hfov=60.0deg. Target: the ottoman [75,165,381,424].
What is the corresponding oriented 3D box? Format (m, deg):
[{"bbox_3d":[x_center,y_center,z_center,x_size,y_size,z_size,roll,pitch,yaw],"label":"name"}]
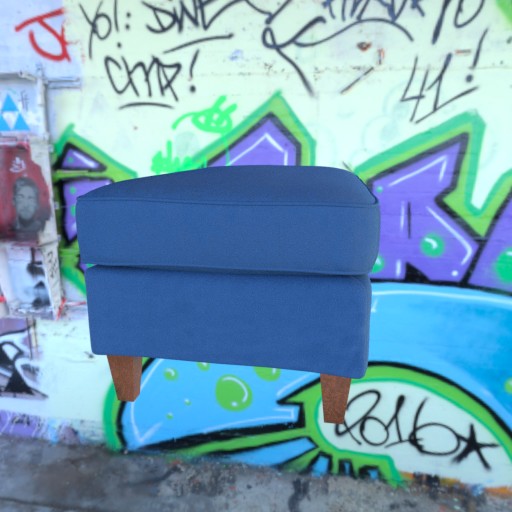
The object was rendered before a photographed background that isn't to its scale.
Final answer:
[{"bbox_3d":[0.000,0.000,1.234,0.583,0.484,0.862,2,14,9],"label":"ottoman"}]
